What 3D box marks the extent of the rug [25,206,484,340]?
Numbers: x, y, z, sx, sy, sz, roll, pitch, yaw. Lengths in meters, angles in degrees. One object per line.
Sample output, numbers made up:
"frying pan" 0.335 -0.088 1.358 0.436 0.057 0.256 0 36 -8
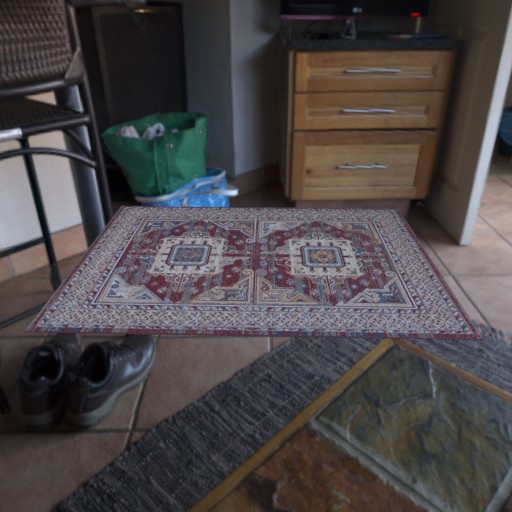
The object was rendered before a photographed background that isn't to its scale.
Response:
"rug" 0.000 0.000 2.836 2.210 0.011 1.599 1 29 1
